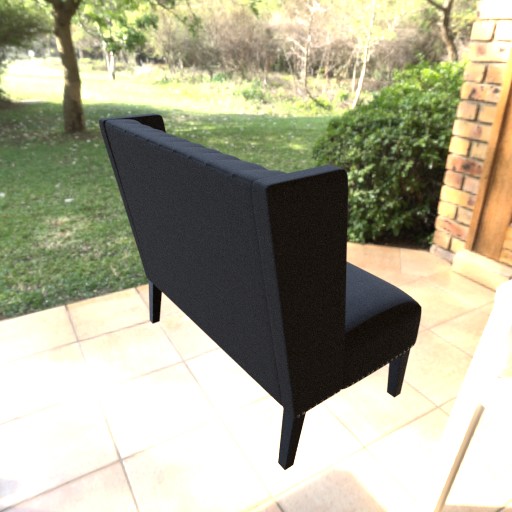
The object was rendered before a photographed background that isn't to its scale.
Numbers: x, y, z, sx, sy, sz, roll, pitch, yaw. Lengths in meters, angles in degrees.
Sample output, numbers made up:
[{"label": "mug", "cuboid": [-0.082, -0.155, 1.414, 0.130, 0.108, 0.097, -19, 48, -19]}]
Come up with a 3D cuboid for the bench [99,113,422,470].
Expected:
[{"label": "bench", "cuboid": [0.000, 0.000, 2.003, 0.842, 1.121, 1.276, -18, 31, -32]}]
